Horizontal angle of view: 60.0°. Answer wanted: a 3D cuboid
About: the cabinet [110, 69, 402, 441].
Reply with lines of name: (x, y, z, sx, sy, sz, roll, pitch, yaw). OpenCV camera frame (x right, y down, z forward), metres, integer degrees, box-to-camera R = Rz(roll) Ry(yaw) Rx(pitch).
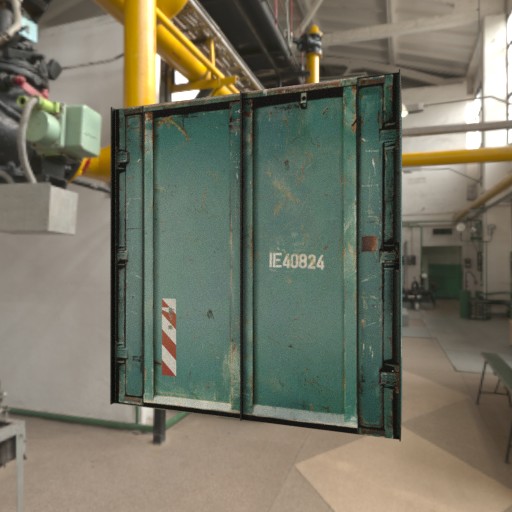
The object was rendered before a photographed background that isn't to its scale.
cabinet: (0.000, 0.000, 3.207, 2.000, 2.160, 0.680, 0, 0, 19)
